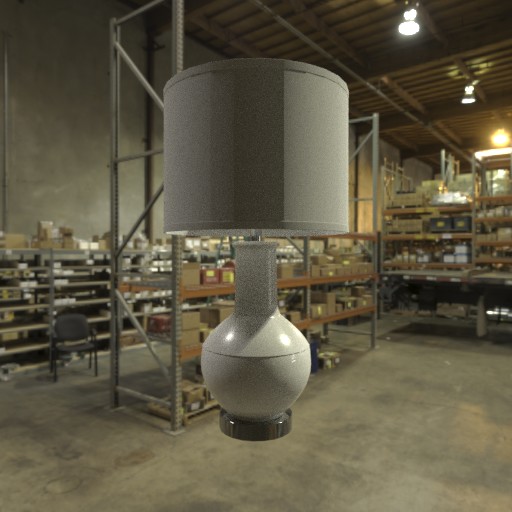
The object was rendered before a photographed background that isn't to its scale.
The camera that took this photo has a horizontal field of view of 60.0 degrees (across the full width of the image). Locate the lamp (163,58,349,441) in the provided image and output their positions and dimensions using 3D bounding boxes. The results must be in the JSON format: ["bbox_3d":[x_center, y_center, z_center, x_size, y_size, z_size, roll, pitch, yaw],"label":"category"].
[{"bbox_3d":[0.000,0.000,0.872,0.357,0.673,0.357,0,1,37],"label":"lamp"}]
